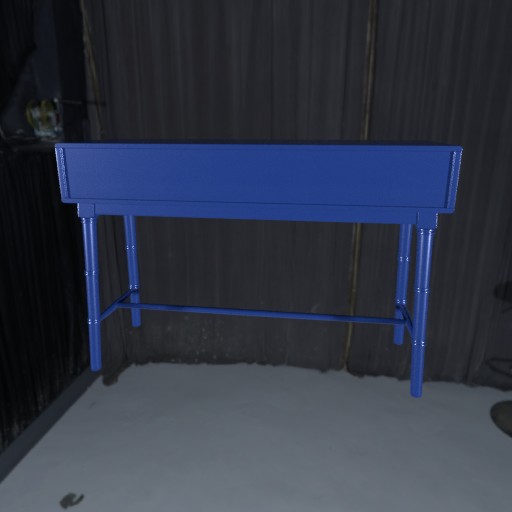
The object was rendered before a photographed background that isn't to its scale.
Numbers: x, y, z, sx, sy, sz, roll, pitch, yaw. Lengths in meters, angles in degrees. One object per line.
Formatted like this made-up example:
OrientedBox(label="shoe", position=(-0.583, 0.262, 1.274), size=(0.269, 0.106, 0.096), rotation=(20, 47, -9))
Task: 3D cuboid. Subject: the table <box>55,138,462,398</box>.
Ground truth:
OrientedBox(label="table", position=(0.000, 0.000, 1.496), size=(1.118, 0.749, 0.399), rotation=(2, 17, 8))
